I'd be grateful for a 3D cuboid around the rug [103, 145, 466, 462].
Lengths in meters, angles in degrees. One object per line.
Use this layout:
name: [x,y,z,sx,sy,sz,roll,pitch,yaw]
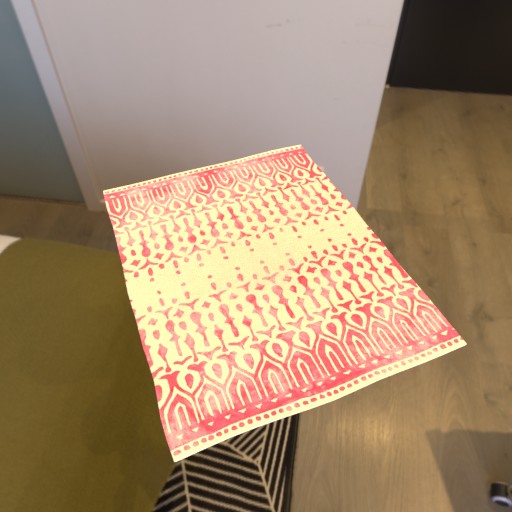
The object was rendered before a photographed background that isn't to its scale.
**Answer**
rug: [0.000,0.000,4.229,2.441,0.016,3.095,-16,50,-15]
